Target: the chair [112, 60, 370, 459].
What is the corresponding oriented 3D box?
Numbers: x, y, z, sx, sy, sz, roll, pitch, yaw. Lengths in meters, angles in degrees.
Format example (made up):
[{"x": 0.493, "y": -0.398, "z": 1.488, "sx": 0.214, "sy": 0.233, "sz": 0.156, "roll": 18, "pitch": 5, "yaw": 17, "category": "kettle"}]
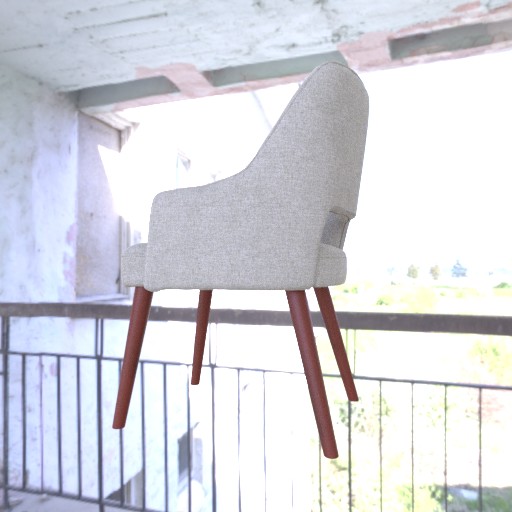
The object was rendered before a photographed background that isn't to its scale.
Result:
[{"x": 0.000, "y": 0.000, "z": 1.206, "sx": 0.605, "sy": 0.849, "sz": 0.548, "roll": 0, "pitch": -1, "yaw": 19, "category": "chair"}]
